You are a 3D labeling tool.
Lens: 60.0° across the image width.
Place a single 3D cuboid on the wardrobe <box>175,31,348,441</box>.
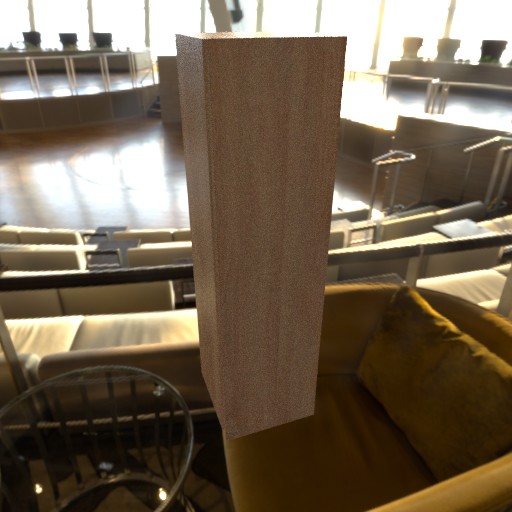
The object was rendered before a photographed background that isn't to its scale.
[{"bbox_3d":[0.000,0.000,2.364,0.588,2.117,0.496,-10,31,-18],"label":"wardrobe"}]
